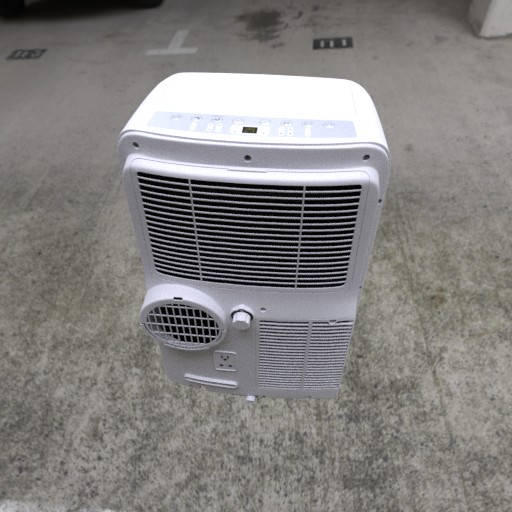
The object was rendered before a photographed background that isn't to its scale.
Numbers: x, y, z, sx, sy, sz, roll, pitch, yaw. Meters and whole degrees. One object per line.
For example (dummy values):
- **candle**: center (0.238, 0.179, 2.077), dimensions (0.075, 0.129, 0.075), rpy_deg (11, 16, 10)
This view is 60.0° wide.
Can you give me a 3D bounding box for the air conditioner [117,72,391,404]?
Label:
- **air conditioner**: center (0.000, 0.000, 0.944), dimensions (0.454, 0.700, 0.365), rpy_deg (4, 47, 4)
